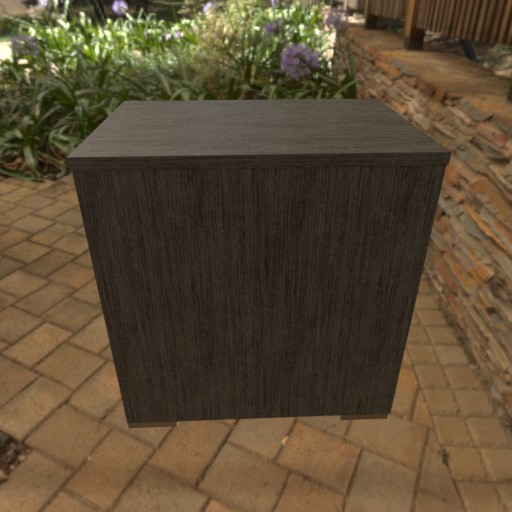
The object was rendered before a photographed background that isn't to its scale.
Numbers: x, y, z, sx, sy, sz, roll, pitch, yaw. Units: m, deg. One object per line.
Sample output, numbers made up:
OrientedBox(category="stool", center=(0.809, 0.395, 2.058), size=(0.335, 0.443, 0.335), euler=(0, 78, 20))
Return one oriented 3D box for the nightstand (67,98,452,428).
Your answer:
OrientedBox(category="nightstand", center=(0.000, 0.000, 0.764), size=(0.441, 0.460, 0.325), euler=(-1, 31, -2))
